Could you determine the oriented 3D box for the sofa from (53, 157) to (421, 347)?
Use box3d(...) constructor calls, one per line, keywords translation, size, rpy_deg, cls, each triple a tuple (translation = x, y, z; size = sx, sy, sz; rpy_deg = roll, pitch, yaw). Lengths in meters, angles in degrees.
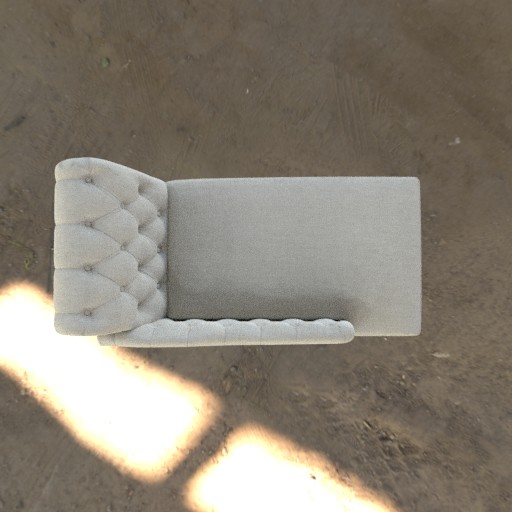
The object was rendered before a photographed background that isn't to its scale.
box3d(translation=(0.000, 0.000, 1.832), size=(1.379, 0.787, 0.675), rpy_deg=(0, 89, 0), cls="sofa")
